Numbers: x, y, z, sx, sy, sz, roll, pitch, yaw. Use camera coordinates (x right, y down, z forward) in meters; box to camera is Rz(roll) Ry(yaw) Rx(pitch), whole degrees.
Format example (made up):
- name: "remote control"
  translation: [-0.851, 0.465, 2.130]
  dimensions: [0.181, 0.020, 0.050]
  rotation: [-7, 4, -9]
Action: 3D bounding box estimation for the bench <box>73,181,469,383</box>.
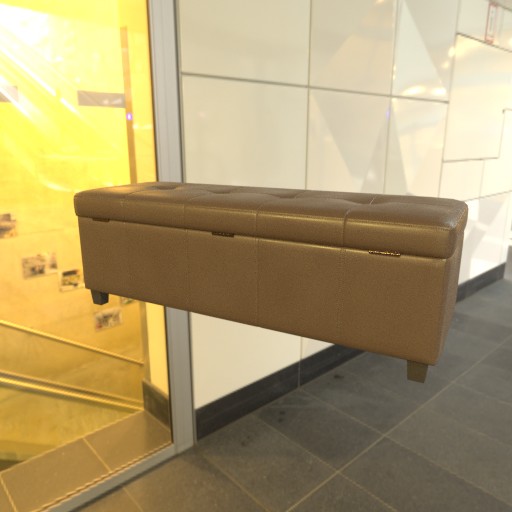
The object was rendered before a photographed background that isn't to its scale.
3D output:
- name: "bench"
  translation: [0.000, 0.000, 1.465]
  dimensions: [1.219, 0.417, 0.450]
  rotation: [8, 17, 27]
